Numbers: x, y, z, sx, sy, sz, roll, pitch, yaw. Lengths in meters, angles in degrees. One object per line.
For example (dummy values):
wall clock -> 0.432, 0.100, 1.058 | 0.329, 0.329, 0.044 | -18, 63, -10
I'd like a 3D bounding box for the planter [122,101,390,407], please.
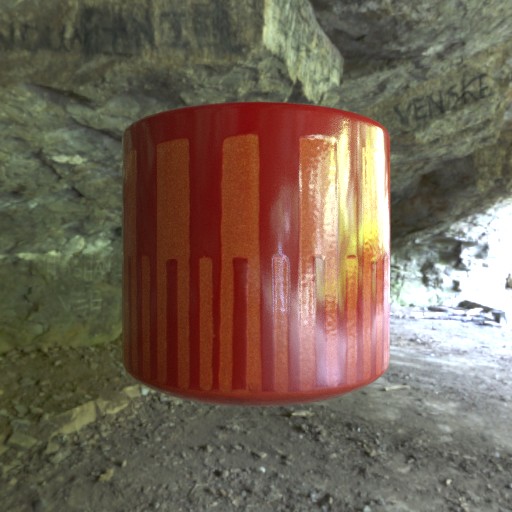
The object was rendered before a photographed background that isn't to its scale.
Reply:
planter -> 0.000, 0.000, 0.397 | 0.230, 0.202, 0.230 | 0, 1, 0
